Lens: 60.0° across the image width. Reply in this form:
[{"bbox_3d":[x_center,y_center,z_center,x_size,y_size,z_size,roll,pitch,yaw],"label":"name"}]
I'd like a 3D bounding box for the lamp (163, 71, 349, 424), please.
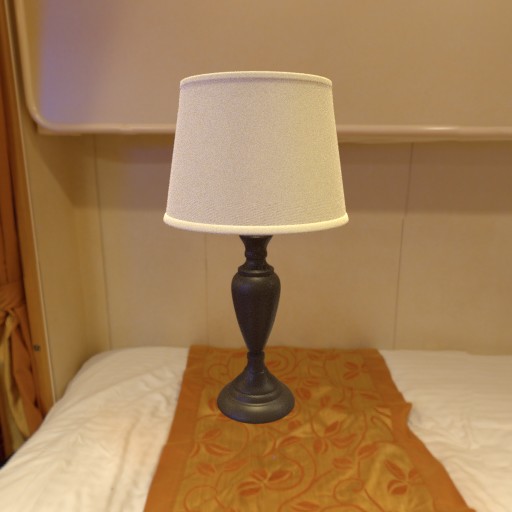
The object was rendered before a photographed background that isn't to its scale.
[{"bbox_3d":[0.000,0.000,0.835,0.335,0.611,0.335,0,14,0],"label":"lamp"}]
